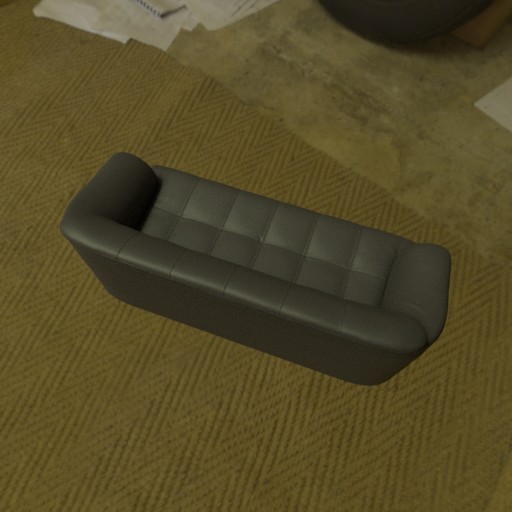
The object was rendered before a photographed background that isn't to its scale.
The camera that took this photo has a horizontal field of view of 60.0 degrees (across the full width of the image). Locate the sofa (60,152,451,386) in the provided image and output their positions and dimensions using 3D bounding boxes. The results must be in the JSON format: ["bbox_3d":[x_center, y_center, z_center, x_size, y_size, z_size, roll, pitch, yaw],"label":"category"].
[{"bbox_3d":[0.000,0.000,2.286,1.829,0.811,0.800,18,64,9],"label":"sofa"}]
